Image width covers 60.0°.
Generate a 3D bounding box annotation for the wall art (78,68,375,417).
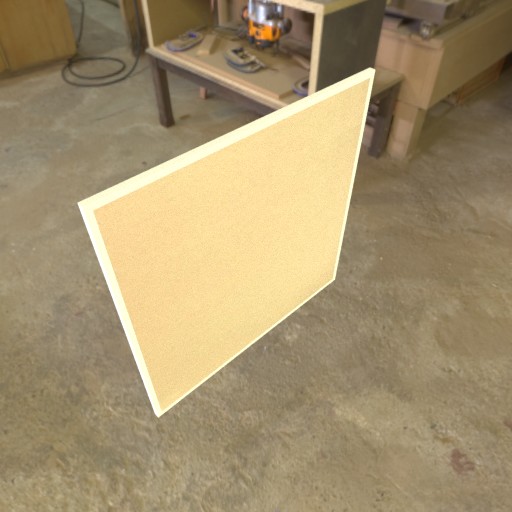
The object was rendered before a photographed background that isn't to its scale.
[{"bbox_3d":[0.000,0.000,0.847,0.557,0.557,0.012,-33,54,-28],"label":"wall art"}]
